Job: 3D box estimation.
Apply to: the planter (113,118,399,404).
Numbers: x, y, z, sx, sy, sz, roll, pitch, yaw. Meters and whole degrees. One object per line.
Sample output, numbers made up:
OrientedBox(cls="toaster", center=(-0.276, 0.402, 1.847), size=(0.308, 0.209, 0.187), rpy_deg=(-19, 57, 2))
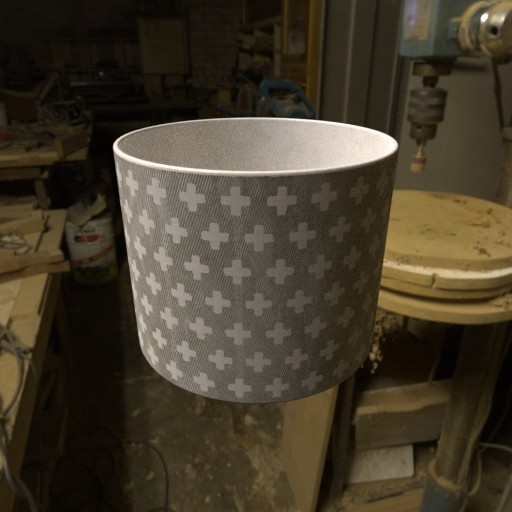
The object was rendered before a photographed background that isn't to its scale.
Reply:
OrientedBox(cls="planter", center=(0.000, 0.000, 0.345), size=(0.190, 0.181, 0.190), rpy_deg=(0, 25, 0))
